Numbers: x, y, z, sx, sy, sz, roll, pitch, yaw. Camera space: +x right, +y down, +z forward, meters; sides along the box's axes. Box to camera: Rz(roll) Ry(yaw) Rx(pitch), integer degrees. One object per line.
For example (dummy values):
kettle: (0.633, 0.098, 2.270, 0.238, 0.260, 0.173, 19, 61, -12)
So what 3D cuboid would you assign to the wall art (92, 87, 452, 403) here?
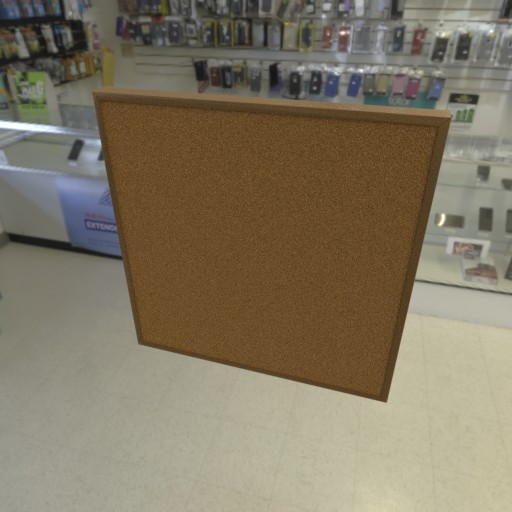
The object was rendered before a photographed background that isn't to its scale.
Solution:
wall art: (0.000, 0.000, 0.744, 0.505, 0.505, 0.037, 9, 33, 15)
